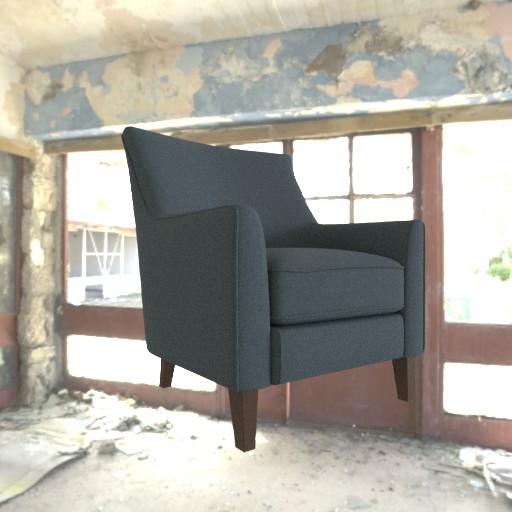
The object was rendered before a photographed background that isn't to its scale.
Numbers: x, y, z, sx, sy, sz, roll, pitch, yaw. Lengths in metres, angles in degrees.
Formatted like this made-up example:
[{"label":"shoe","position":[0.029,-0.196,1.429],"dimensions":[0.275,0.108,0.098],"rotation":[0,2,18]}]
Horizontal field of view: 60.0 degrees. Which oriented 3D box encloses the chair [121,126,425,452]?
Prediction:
[{"label":"chair","position":[0.000,0.000,1.544],"dimensions":[0.756,0.916,0.879],"rotation":[0,0,-36]}]
